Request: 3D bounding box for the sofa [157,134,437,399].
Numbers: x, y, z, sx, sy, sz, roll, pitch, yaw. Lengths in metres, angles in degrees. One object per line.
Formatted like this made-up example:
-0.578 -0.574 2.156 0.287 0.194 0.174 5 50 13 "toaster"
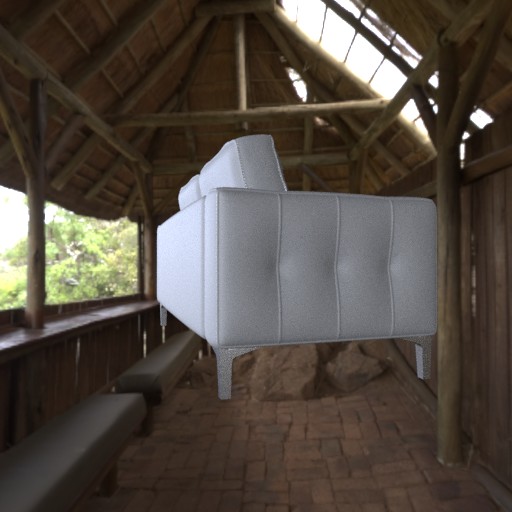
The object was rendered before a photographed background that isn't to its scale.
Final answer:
0.000 0.000 2.252 0.833 0.892 1.726 0 -1 -18 "sofa"
